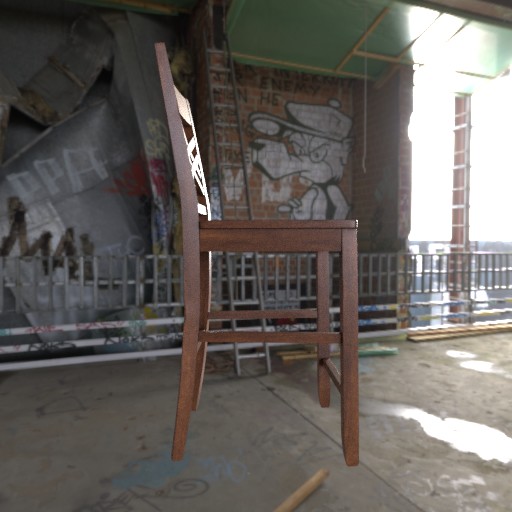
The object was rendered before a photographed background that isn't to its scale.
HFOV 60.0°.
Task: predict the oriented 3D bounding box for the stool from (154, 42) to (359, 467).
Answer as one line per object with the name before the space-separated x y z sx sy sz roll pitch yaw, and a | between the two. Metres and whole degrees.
stool | 0.000 0.000 1.348 0.539 1.079 0.462 0 2 -1
